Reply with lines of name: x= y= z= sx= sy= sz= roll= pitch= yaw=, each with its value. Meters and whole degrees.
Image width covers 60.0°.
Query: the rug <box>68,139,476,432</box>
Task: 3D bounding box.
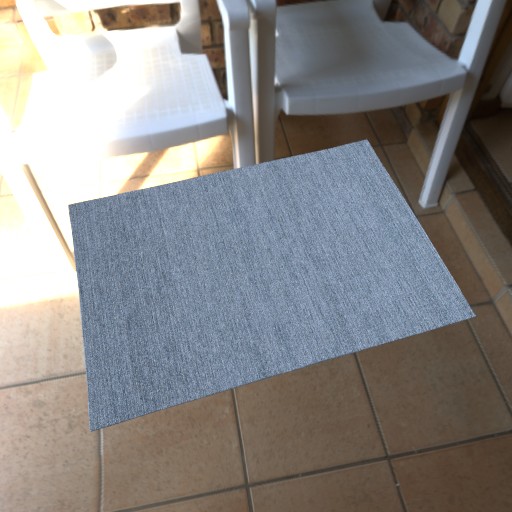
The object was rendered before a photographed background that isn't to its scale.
rug: x=0.000 y=0.000 z=2.937 sx=2.338 sy=0.030 sz=1.616 roll=-14 pitch=58 yaw=-9
